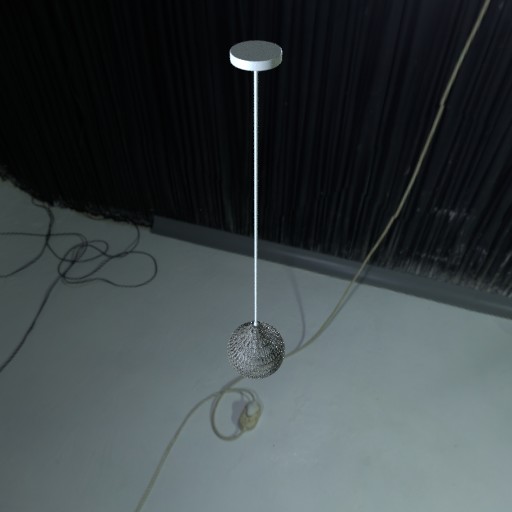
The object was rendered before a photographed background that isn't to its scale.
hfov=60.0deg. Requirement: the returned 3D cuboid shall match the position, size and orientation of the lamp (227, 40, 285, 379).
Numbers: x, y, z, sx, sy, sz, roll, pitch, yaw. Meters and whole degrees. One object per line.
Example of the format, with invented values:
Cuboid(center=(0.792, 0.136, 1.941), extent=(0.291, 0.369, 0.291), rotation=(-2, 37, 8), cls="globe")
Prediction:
Cuboid(center=(0.000, 0.000, 2.122), extent=(0.355, 1.919, 0.355), rotation=(9, 47, 9), cls="lamp")
